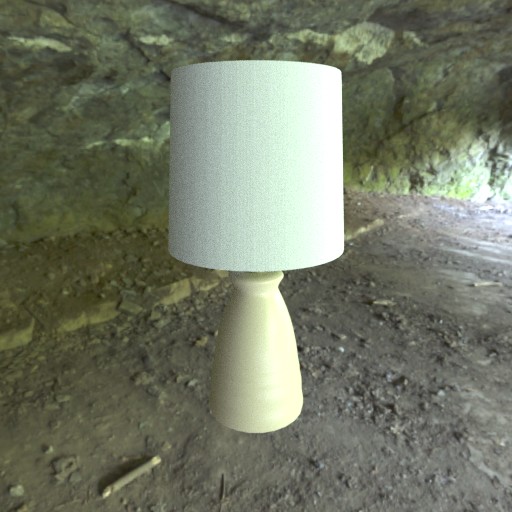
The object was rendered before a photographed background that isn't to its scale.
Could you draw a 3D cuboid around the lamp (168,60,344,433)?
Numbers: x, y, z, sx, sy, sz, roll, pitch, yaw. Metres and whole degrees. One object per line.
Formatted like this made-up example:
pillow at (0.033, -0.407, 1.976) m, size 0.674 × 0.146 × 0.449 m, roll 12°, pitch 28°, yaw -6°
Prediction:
lamp at (0.000, 0.000, 0.482) m, size 0.186 × 0.369 × 0.186 m, roll 0°, pitch 15°, yaw 0°
